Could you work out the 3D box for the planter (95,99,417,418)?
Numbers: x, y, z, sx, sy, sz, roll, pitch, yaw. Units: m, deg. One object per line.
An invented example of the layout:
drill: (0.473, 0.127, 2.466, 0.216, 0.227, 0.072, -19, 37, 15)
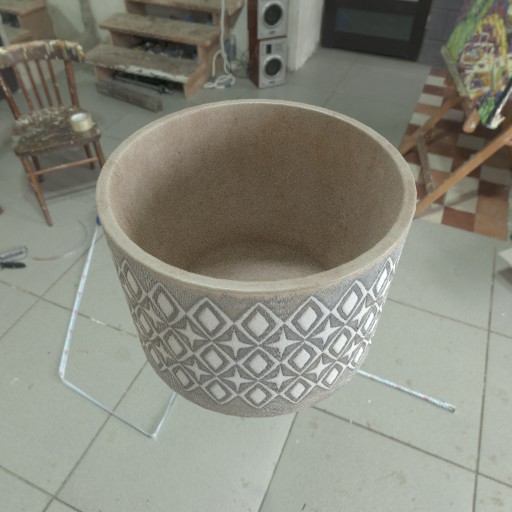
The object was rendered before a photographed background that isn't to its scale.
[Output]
planter: (0.000, 0.000, 0.278, 0.164, 0.127, 0.164, 0, 46, 0)
